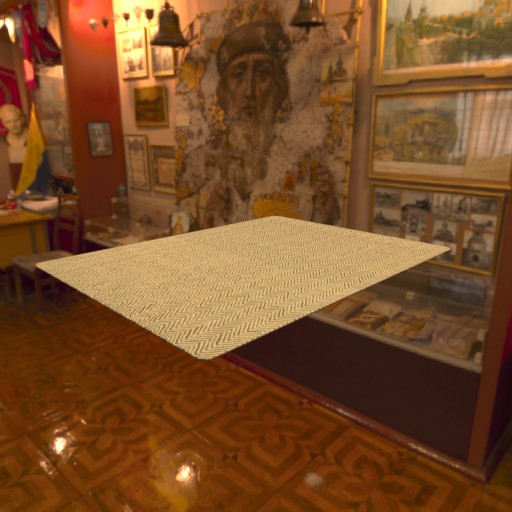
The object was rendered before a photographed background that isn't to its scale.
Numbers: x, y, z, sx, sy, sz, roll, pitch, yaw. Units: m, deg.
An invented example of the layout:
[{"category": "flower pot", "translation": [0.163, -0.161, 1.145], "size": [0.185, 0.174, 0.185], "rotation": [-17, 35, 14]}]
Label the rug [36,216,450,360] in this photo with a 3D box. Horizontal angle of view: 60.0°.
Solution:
[{"category": "rug", "translation": [0.000, 0.000, 4.234], "size": [2.439, 0.014, 3.207], "rotation": [16, 22, 43]}]
